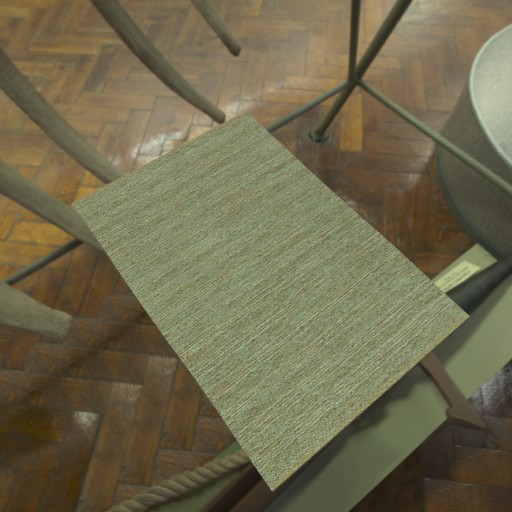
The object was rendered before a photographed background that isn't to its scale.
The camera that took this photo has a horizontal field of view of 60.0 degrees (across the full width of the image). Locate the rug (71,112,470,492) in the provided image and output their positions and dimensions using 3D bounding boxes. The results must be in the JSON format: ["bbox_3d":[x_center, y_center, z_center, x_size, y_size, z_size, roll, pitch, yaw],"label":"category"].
[{"bbox_3d":[0.000,0.000,2.336,1.240,0.010,1.824,-34,65,-18],"label":"rug"}]
